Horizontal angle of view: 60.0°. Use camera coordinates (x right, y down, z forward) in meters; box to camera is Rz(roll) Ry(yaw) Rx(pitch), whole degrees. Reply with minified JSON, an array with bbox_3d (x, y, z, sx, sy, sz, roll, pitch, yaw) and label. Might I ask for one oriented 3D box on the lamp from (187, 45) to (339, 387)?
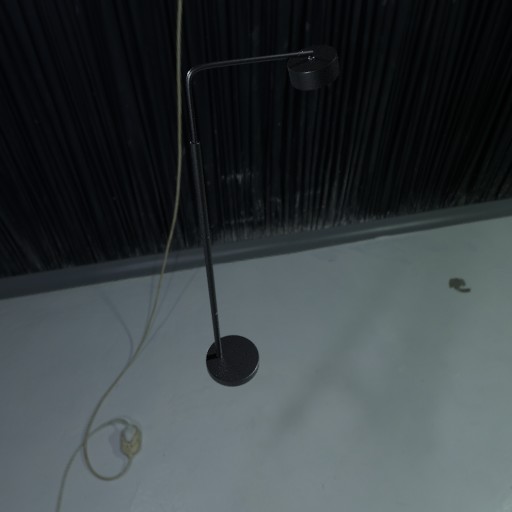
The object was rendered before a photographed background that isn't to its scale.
[{"bbox_3d":[0.000,0.000,1.415,0.418,1.230,0.219,-11,47,-10],"label":"lamp"}]
